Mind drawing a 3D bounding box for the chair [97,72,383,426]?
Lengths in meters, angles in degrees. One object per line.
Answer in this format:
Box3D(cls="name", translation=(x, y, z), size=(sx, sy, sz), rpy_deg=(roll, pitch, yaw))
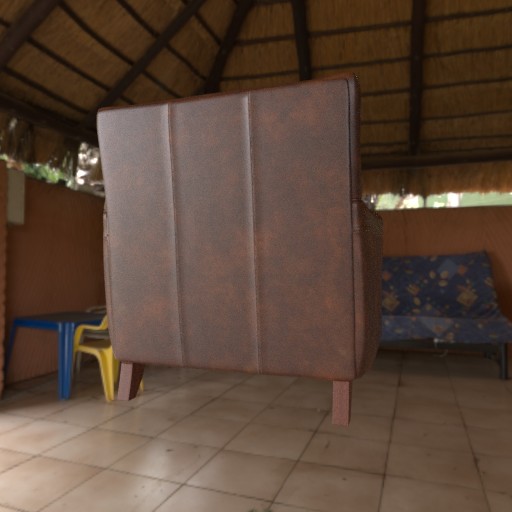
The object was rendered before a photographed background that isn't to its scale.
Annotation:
Box3D(cls="chair", translation=(0.000, 0.000, 1.631), size=(0.870, 0.943, 0.823), rpy_deg=(-1, -2, 19))
